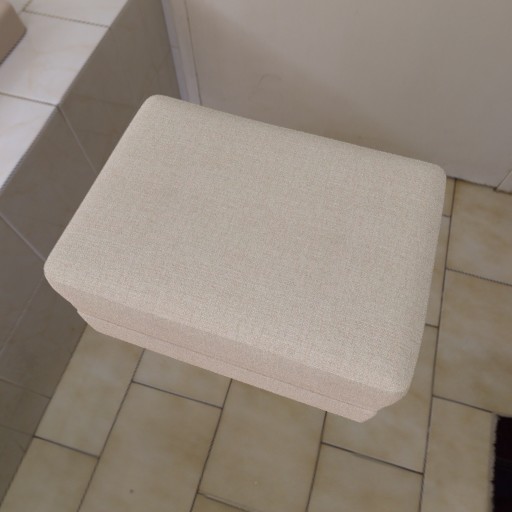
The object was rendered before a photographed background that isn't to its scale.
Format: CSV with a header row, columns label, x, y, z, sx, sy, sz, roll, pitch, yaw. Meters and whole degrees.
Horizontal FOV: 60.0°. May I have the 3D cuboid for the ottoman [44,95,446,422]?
label,x,y,z,sx,sy,sz,roll,pitch,yaw
ottoman,0.000,0.000,1.252,0.885,0.478,0.637,17,64,8
